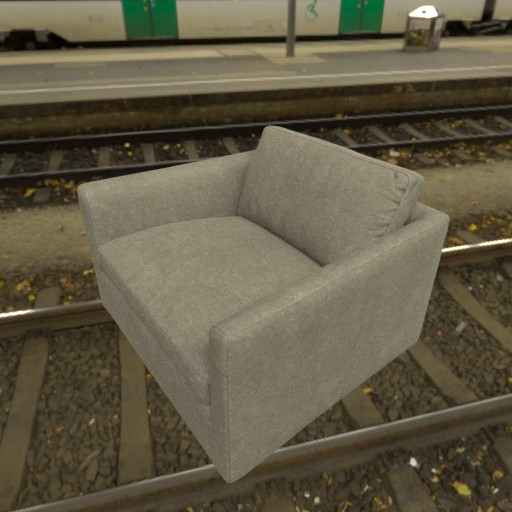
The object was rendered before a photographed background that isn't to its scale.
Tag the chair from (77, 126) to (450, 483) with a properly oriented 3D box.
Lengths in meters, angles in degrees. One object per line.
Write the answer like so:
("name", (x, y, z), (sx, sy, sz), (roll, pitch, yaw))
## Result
("chair", (0.000, 0.000, 1.867), (1.091, 0.845, 1.190), (-21, 37, -30))
